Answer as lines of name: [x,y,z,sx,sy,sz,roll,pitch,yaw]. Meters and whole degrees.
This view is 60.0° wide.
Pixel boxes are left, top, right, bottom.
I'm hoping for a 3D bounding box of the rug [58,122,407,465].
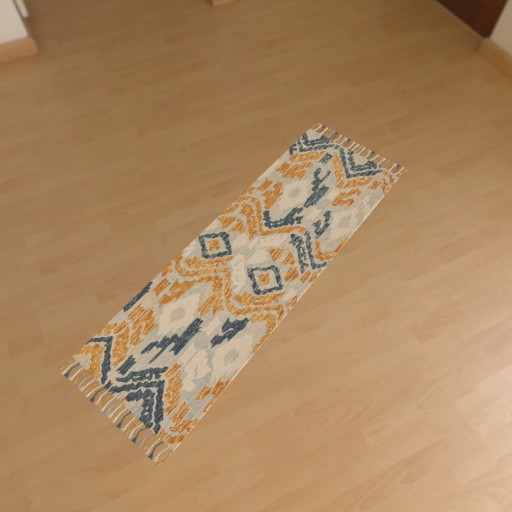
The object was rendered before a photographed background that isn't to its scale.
rug: [0.000,0.000,2.735,0.783,0.010,2.437,34,65,19]
